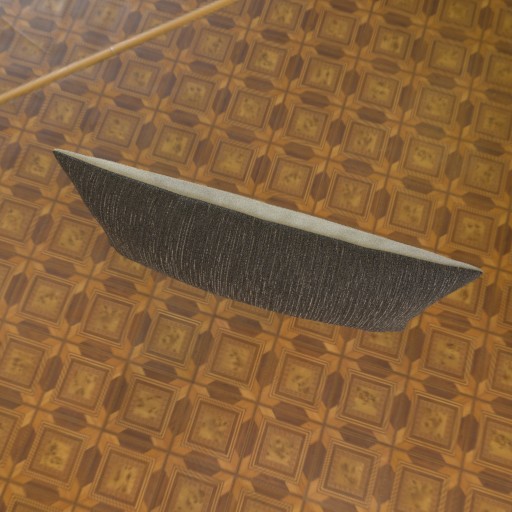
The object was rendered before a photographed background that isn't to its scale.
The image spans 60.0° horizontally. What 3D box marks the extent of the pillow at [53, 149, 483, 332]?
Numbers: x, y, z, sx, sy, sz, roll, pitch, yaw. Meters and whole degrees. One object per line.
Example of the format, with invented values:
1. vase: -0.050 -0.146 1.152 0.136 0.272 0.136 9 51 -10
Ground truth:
1. pillow: 0.000 0.000 0.736 0.608 0.305 0.156 16 77 4
